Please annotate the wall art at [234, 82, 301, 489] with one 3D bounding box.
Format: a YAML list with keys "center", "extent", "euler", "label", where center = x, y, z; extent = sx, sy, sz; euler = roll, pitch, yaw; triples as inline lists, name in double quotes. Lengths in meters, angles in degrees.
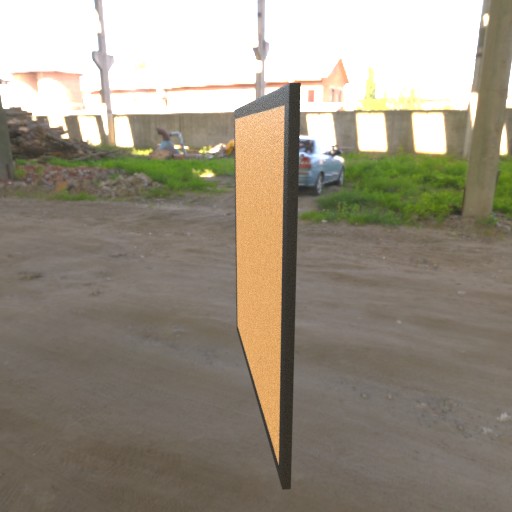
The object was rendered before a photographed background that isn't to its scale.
- center: [0.000, 0.000, 0.993]
  extent: [0.016, 0.659, 0.663]
  euler: [-2, 15, -9]
  label: "wall art"
